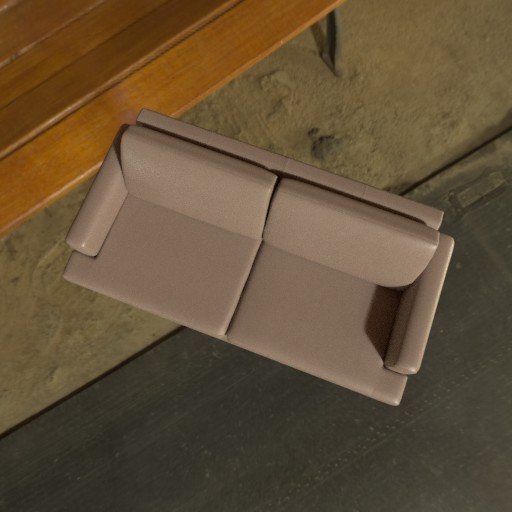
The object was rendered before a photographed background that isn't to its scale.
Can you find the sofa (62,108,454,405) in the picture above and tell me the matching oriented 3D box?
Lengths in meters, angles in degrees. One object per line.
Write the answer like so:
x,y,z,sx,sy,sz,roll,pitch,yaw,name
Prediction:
0.000,0.000,2.434,1.940,0.765,0.974,20,77,5,sofa
